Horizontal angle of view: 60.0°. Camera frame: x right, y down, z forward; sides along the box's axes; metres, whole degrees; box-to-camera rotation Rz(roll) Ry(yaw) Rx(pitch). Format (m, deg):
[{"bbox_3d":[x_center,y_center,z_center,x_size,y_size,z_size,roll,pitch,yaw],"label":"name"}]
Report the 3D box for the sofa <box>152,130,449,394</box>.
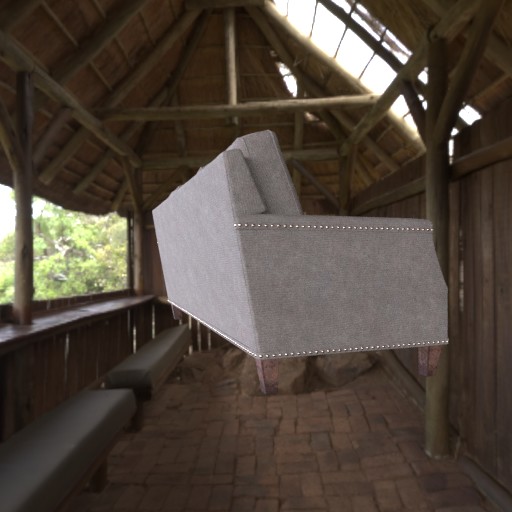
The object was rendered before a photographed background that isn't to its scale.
[{"bbox_3d":[0.000,0.000,2.780,1.034,1.042,2.226,0,0,-20],"label":"sofa"}]
